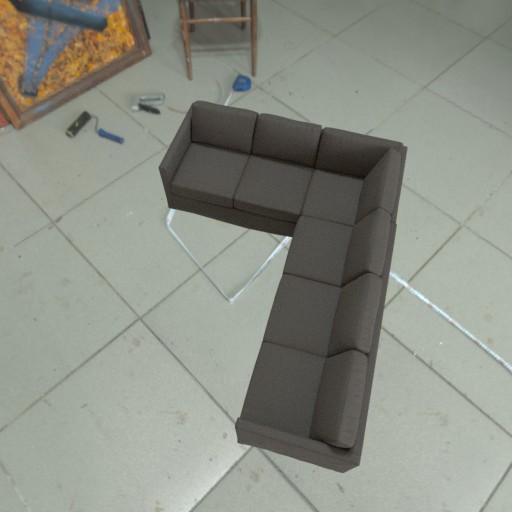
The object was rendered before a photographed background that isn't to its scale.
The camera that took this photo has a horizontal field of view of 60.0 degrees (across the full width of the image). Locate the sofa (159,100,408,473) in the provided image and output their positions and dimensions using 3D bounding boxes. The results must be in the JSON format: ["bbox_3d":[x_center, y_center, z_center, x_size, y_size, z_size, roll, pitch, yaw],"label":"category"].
[{"bbox_3d":[0.000,0.000,4.253,2.432,0.871,3.182,14,60,8],"label":"sofa"}]
